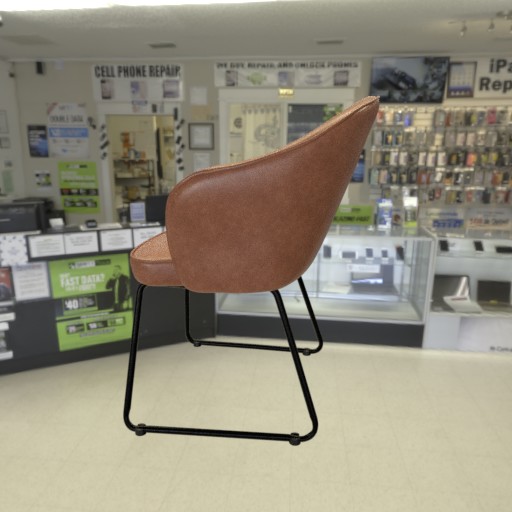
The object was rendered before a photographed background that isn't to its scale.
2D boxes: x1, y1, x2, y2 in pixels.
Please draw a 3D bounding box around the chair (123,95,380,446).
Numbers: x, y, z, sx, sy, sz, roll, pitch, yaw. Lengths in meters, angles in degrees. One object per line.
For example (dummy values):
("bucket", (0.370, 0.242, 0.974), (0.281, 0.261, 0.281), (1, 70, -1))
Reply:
("chair", (0.000, 0.000, 1.173), (0.580, 0.785, 0.582), (2, 15, 8))
